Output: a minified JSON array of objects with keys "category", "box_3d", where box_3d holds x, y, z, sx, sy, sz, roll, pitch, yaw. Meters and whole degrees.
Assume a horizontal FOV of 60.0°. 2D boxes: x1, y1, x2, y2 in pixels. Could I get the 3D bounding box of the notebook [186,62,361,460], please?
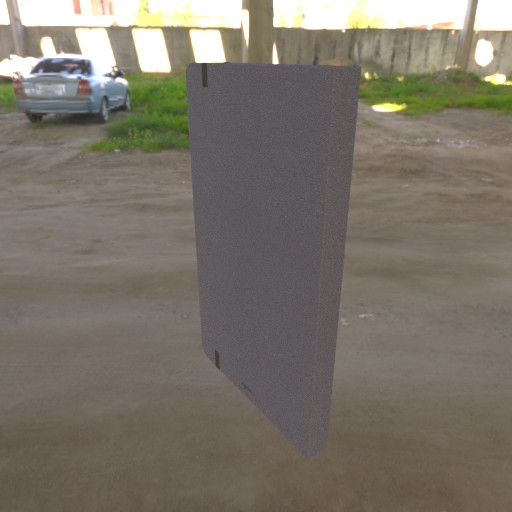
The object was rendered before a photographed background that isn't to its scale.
[{"category":"notebook","box_3d":[0.000,0.000,0.267,0.016,0.213,0.127,-16,29,-32]}]
